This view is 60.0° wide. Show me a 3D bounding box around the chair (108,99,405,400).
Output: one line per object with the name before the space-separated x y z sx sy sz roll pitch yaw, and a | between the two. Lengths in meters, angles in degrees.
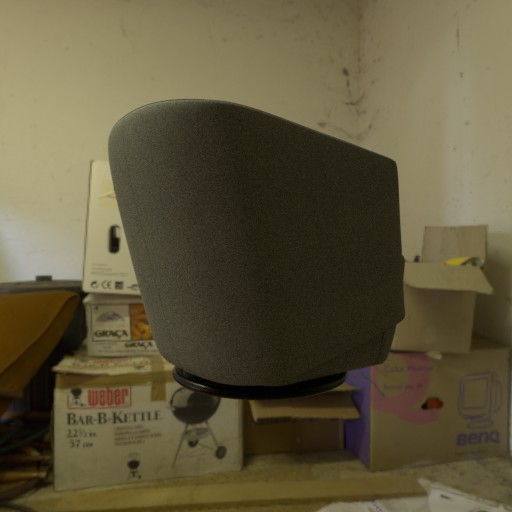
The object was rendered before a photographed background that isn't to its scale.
chair | 0.000 0.000 1.619 0.986 0.861 0.822 0 1 -36
